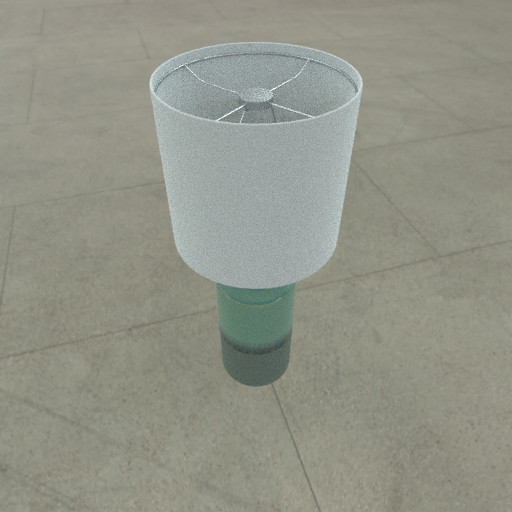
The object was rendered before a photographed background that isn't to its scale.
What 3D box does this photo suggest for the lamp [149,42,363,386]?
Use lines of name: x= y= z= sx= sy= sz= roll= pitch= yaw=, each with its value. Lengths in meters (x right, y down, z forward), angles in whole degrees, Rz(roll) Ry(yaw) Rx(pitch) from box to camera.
lamp: x=0.000 y=0.000 z=0.613 sx=0.212 sy=0.493 sz=0.212 roll=28 pitch=49 yaw=26
